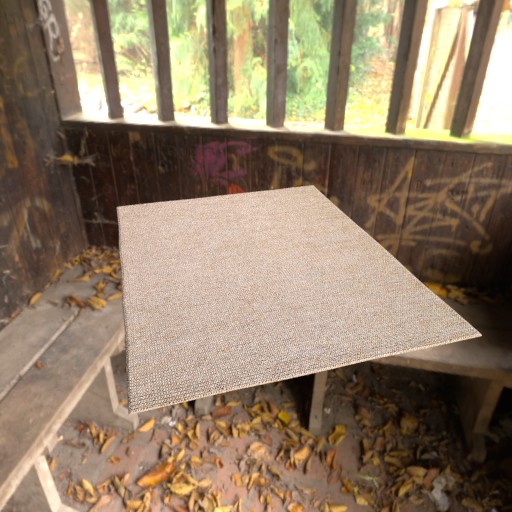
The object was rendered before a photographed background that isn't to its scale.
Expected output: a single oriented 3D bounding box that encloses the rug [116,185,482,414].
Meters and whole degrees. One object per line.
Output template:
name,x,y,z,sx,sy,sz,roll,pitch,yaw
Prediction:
rug,0.000,0.000,4.068,2.406,0.012,3.034,-8,31,-14
